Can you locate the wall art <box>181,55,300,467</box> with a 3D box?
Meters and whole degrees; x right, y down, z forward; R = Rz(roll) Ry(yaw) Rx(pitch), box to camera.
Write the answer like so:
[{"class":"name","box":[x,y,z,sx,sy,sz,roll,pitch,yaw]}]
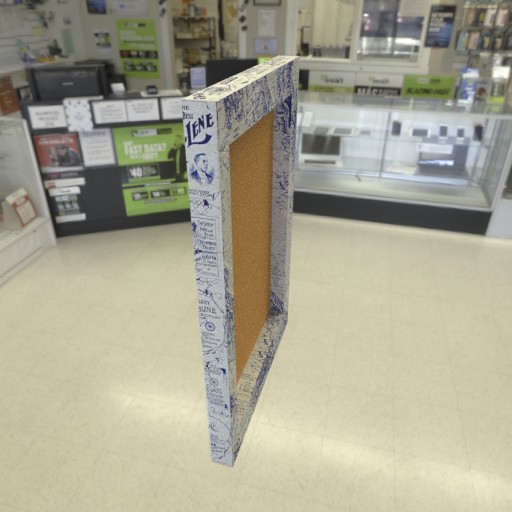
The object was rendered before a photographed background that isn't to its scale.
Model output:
[{"class":"wall art","box":[0.000,0.000,0.776,0.040,0.601,0.408,9,31,14]}]
